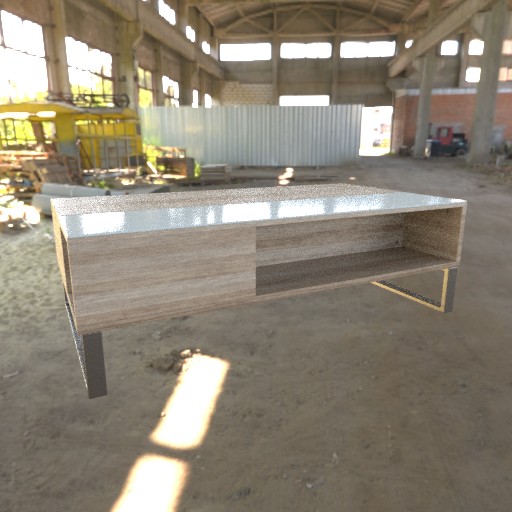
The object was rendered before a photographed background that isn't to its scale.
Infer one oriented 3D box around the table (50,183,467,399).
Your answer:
[{"bbox_3d":[0.000,0.000,1.376,1.100,0.350,0.600,-7,16,-26],"label":"table"}]
